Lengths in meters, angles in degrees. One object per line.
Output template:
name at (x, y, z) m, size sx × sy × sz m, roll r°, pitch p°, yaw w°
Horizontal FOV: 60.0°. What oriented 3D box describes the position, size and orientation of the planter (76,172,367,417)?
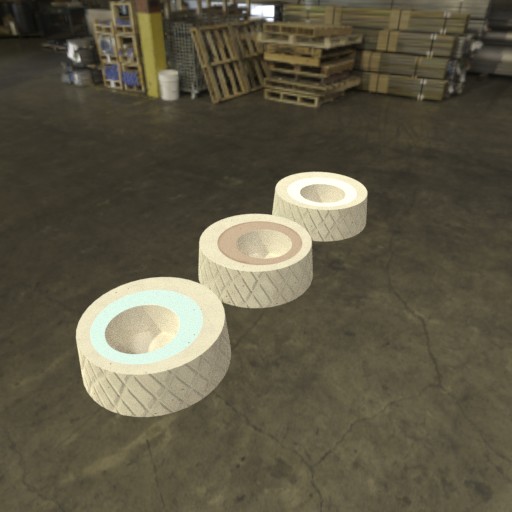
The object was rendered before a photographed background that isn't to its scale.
planter at (0.000, 0.000, 0.433) m, size 0.114 × 0.038 × 0.390 m, roll 20°, pitch 38°, yaw 28°
